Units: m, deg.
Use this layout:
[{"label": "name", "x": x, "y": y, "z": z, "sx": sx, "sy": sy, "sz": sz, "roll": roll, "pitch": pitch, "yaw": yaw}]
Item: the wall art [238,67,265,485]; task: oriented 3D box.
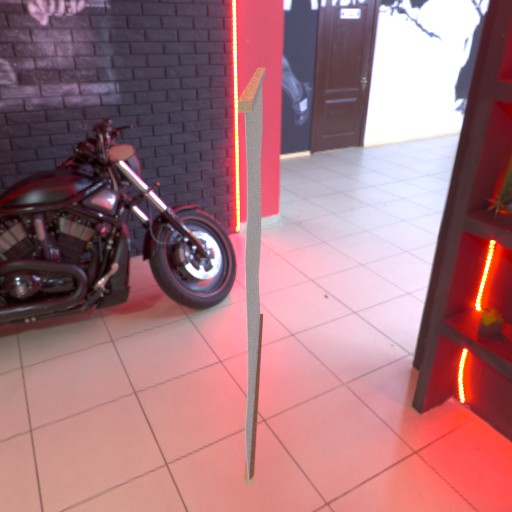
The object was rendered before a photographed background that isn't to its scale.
[{"label": "wall art", "x": 0.000, "y": 0.000, "z": 0.682, "sx": 0.013, "sy": 0.508, "sz": 0.406, "roll": 1, "pitch": 27, "yaw": 2}]
